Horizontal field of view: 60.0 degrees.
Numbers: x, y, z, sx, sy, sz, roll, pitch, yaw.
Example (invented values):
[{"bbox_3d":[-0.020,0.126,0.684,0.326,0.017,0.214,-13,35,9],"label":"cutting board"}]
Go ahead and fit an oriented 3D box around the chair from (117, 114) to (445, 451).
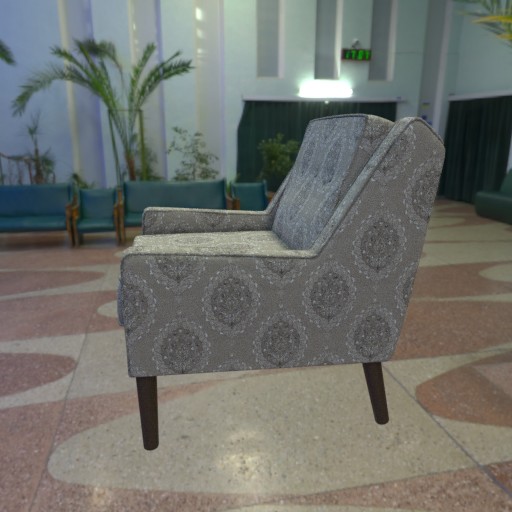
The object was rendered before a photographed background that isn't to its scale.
[{"bbox_3d":[0.000,0.000,1.314,0.750,0.797,0.665,-2,15,-9],"label":"chair"}]
